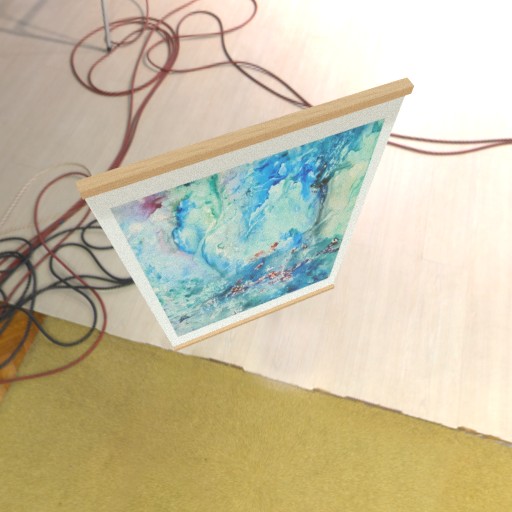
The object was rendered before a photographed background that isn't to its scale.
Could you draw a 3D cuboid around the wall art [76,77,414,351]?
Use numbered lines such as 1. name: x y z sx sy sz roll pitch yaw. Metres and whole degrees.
1. wall art: 0.000 0.000 0.766 0.401 0.611 0.016 -20 65 -10
